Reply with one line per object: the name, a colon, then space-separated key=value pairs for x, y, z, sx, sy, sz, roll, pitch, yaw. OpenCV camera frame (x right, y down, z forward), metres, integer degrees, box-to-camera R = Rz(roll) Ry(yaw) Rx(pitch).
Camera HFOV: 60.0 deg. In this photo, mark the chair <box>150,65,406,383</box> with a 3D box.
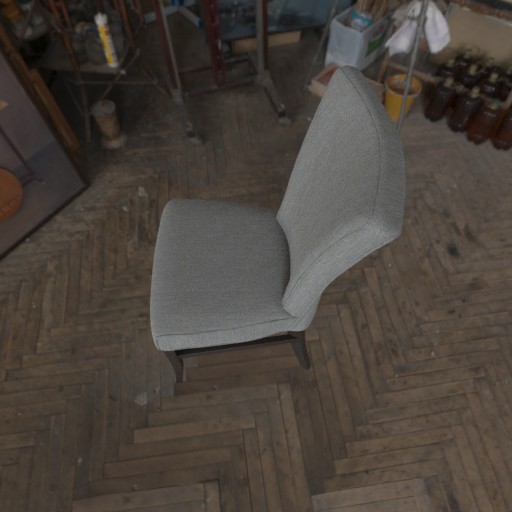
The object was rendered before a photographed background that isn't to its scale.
chair: x=0.000 y=0.000 z=1.381 sx=0.660 sy=0.991 sz=0.520 roll=-1 pitch=58 yaw=-1
